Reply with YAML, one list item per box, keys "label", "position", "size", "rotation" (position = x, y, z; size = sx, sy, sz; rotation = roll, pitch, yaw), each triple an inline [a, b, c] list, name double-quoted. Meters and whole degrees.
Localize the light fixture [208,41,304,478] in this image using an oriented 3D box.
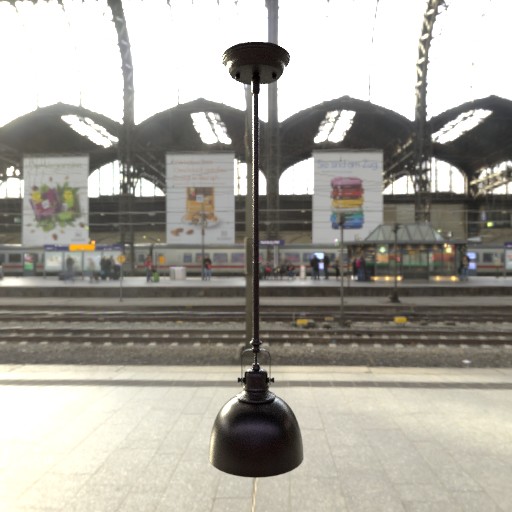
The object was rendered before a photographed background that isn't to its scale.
- label: "light fixture"
  position: [0.000, 0.000, 0.856]
  size: [0.182, 0.768, 0.182]
  rotation: [0, -1, 0]
